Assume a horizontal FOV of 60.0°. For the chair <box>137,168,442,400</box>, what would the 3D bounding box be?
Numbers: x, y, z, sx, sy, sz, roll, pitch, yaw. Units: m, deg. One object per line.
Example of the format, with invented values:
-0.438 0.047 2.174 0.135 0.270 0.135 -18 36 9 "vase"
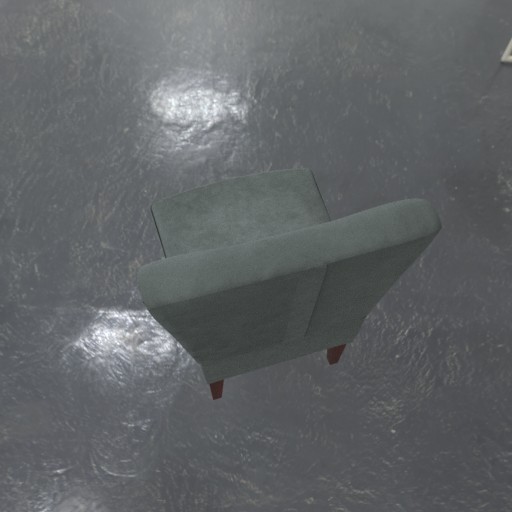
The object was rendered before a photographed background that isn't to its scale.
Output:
0.000 0.000 1.183 0.521 0.806 0.554 -14 60 -8 "chair"
